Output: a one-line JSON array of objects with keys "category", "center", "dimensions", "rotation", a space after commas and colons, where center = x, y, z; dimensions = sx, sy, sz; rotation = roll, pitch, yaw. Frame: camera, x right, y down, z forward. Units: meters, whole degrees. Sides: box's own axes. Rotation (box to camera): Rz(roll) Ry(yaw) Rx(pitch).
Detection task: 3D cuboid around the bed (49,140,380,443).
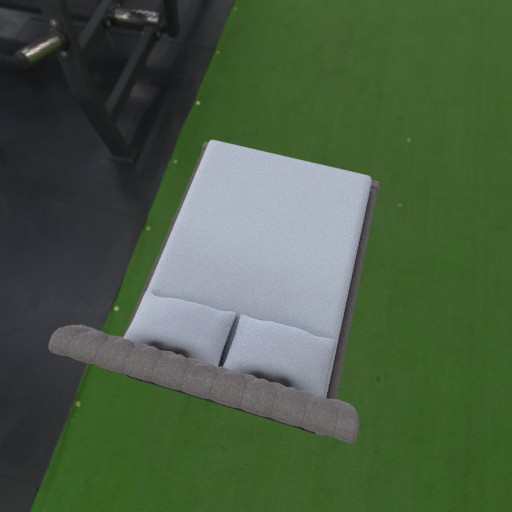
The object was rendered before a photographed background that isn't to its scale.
[{"category": "bed", "center": [0.000, 0.000, 3.284], "dimensions": [1.645, 1.371, 2.252], "rotation": [15, 66, 7]}]
